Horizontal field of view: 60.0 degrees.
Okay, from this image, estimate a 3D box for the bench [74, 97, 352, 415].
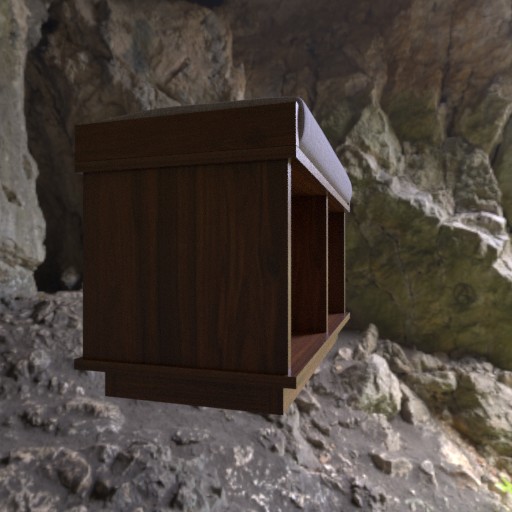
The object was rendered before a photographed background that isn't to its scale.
[{"bbox_3d":[0.000,0.000,0.984,0.362,0.461,0.734,0,0,17],"label":"bench"}]
